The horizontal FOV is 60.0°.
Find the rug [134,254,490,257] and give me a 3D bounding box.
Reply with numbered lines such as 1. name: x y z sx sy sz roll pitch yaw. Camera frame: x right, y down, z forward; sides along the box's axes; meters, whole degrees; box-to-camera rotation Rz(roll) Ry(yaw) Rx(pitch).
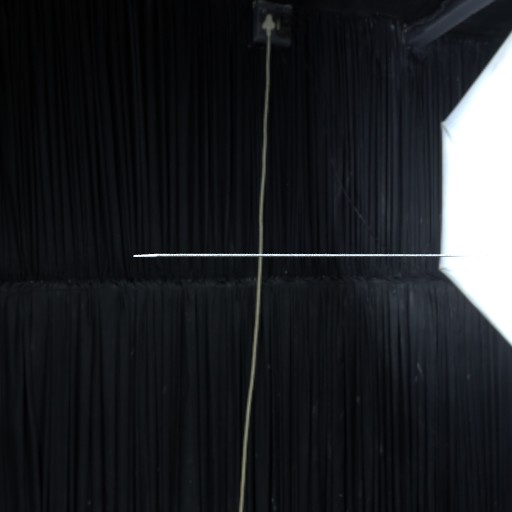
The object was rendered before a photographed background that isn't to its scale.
1. rug: 0.000 0.000 2.984 1.512 0.009 2.457 0 0 -17
